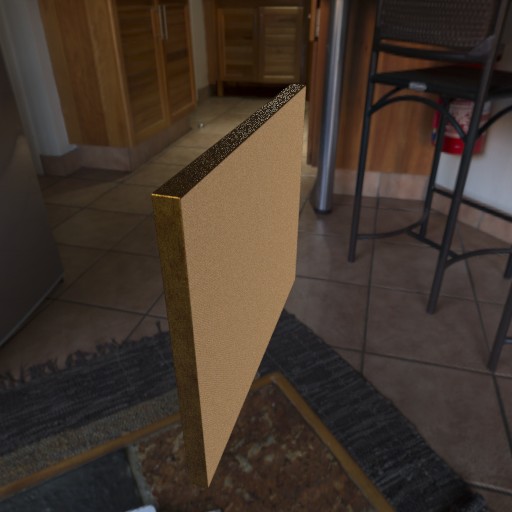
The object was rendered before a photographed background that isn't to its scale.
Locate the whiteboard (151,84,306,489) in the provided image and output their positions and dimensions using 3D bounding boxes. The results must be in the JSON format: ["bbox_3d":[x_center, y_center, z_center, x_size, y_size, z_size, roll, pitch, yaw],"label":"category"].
[{"bbox_3d":[0.000,0.000,0.754,0.029,0.457,0.561,9,33,15],"label":"whiteboard"}]
